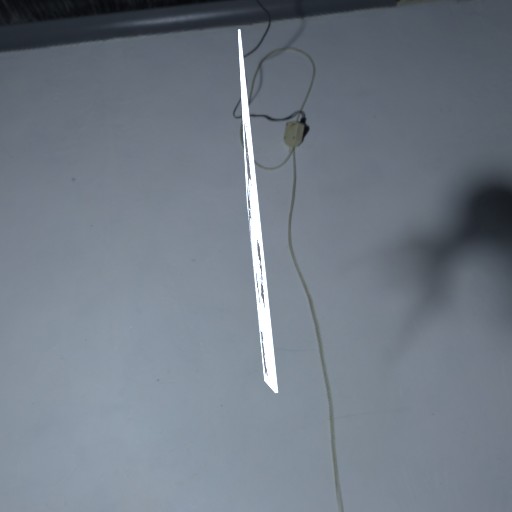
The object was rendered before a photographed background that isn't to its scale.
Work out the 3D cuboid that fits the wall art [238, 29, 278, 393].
[{"bbox_3d":[0.000,0.000,0.818,0.003,0.609,0.457,-5,76,-1],"label":"wall art"}]
